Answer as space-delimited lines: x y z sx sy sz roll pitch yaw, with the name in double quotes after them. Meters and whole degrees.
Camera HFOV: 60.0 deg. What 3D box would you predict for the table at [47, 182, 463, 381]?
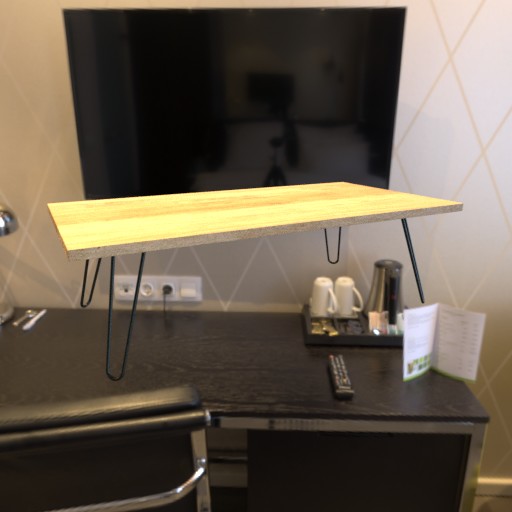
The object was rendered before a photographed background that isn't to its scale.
0.000 0.000 1.672 1.348 0.400 0.699 -9 19 -27 "table"
